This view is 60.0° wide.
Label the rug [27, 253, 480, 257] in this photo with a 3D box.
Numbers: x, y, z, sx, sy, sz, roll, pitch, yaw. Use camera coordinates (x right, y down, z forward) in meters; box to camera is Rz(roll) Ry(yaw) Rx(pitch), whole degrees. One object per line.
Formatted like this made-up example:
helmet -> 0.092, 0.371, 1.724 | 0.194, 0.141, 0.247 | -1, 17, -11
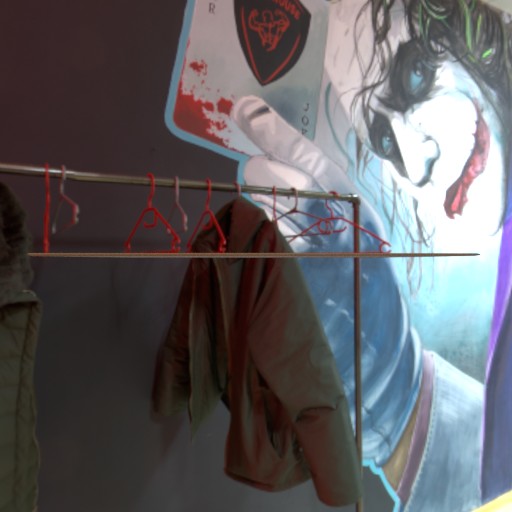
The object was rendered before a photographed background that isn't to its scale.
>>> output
rug -> 0.000, 0.000, 4.139 | 3.041, 0.020, 2.413 | 0, 0, 1
